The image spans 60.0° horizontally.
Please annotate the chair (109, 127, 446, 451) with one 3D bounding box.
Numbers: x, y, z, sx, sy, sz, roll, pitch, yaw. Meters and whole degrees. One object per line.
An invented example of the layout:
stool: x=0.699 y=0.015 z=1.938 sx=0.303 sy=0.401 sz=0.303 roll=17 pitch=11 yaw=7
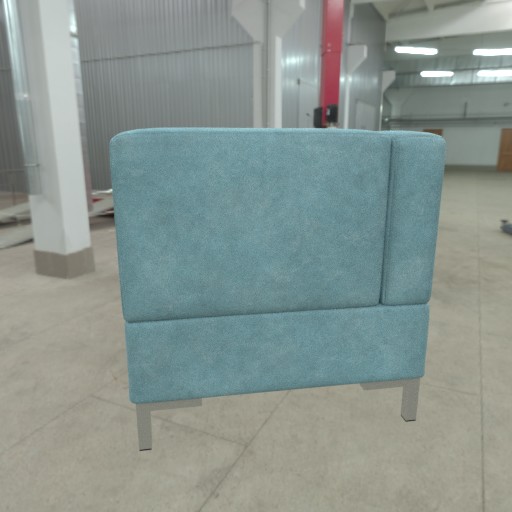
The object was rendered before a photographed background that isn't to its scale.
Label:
chair: x=0.000 y=0.000 z=1.217 sx=0.684 sy=0.660 sz=0.691 roll=-2 pitch=15 yaw=-9
